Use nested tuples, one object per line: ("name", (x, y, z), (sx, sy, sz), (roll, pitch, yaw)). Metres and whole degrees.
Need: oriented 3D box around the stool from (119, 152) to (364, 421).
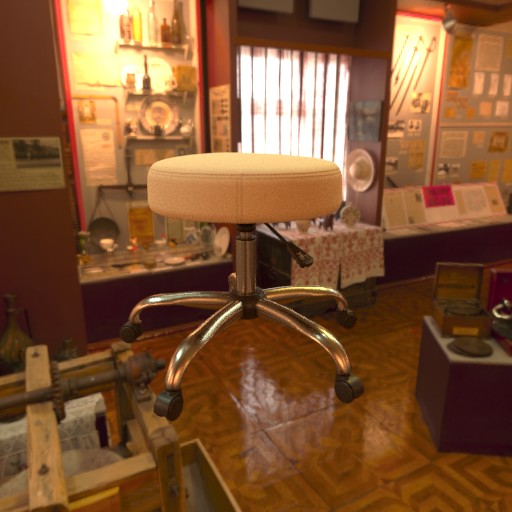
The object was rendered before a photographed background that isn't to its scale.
("stool", (0.000, 0.000, 1.062), (0.614, 0.482, 0.634), (-7, 17, -25))
